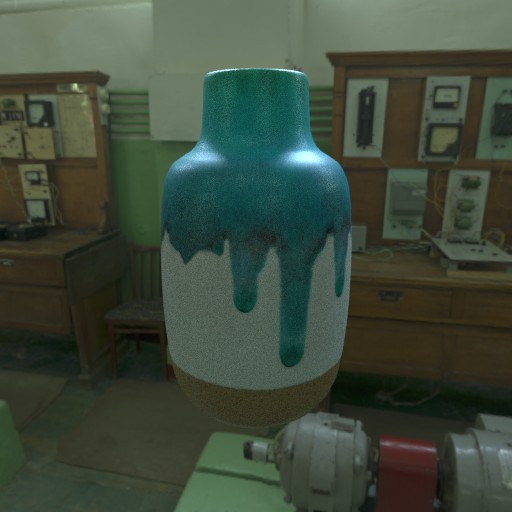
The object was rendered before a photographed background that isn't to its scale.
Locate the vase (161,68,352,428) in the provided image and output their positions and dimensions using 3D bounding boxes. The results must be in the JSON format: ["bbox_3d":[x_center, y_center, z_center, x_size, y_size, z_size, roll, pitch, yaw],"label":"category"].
[{"bbox_3d":[0.000,0.000,0.252,0.106,0.192,0.106,0,15,0],"label":"vase"}]
